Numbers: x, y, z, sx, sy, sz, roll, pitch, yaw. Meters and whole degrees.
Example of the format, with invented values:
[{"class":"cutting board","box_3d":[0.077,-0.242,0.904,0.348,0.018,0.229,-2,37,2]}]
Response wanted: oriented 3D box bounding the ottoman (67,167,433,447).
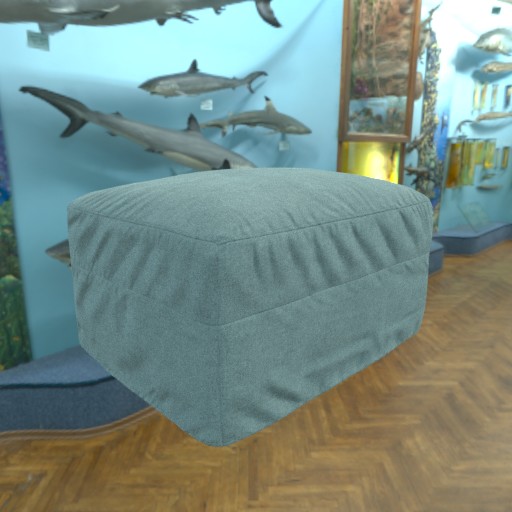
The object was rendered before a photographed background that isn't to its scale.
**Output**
[{"class":"ottoman","box_3d":[0.000,0.000,1.238,0.837,0.481,0.683,-13,18,-43]}]
